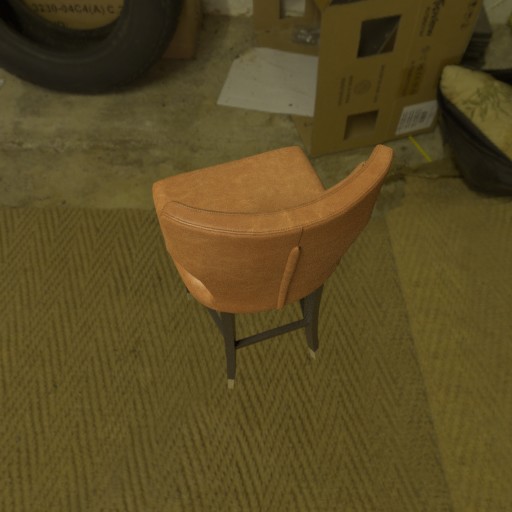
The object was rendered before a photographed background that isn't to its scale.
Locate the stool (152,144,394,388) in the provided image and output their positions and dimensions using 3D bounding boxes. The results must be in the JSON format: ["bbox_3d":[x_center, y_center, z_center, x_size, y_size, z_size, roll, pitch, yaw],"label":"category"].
[{"bbox_3d":[0.000,0.000,1.429,0.526,1.092,0.563,-17,60,-10],"label":"stool"}]
